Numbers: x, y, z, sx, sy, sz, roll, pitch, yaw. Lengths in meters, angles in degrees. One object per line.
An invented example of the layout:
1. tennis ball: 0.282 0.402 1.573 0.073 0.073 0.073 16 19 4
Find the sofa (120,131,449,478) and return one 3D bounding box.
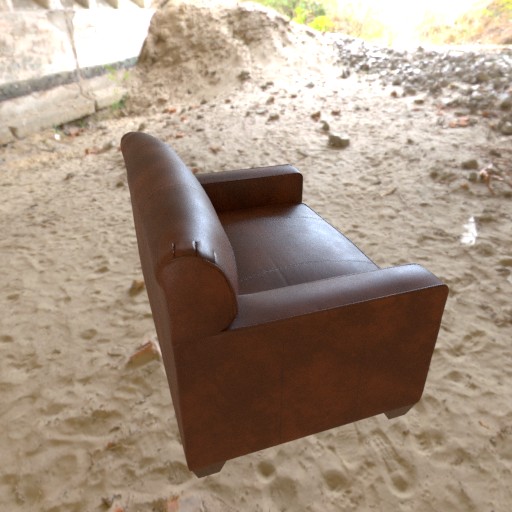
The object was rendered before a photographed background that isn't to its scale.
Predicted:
1. sofa: 0.000 0.000 2.007 1.000 0.956 1.413 -10 31 -16
